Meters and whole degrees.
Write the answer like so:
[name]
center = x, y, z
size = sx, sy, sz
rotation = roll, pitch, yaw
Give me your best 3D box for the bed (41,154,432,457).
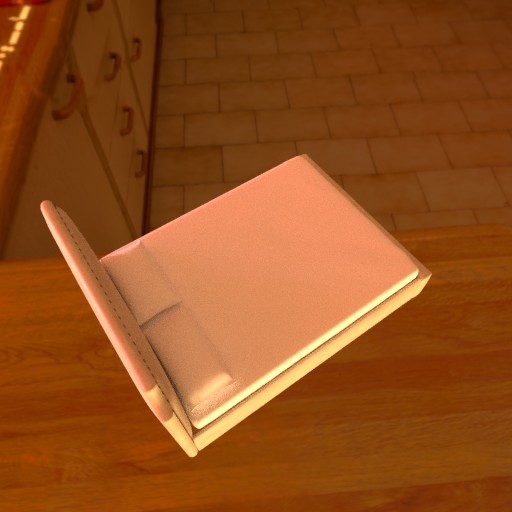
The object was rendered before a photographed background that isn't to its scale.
[bed]
center = 0.000, 0.000, 3.416
size = 2.372, 1.443, 1.712
rotation = -30, 62, -18
